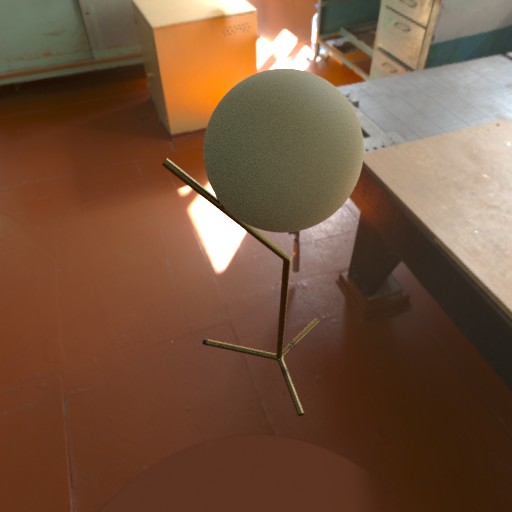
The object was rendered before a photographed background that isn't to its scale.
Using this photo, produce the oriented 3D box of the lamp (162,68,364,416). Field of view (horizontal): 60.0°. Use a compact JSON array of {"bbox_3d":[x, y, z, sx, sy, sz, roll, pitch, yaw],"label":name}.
[{"bbox_3d":[0.000,0.000,0.661,0.251,0.552,0.210,10,47,9],"label":"lamp"}]
